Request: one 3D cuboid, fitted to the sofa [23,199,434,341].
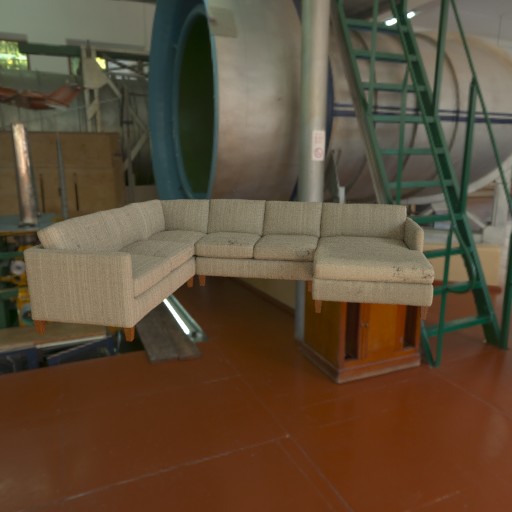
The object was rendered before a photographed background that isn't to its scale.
[{"bbox_3d":[0.000,0.000,4.600,3.460,0.961,2.594,2,13,10],"label":"sofa"}]
